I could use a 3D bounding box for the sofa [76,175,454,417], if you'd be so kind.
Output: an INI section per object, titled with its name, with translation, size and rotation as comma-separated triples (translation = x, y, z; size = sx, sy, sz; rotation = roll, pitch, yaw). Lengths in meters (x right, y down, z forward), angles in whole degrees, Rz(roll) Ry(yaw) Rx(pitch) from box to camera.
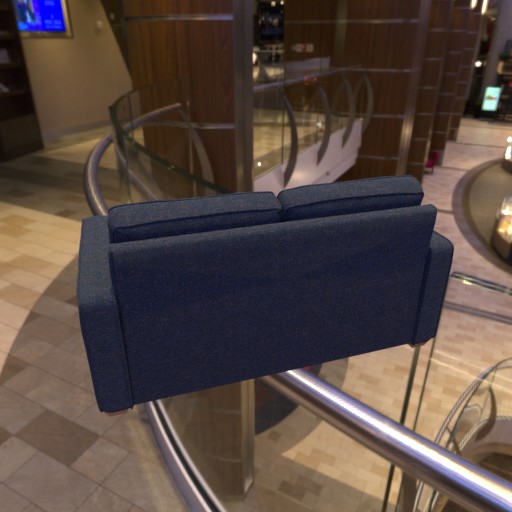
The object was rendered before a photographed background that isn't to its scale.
[sofa]
translation = 0.000, 0.000, 2.312
size = 1.709, 0.918, 0.947
rotation = -8, 28, -16
